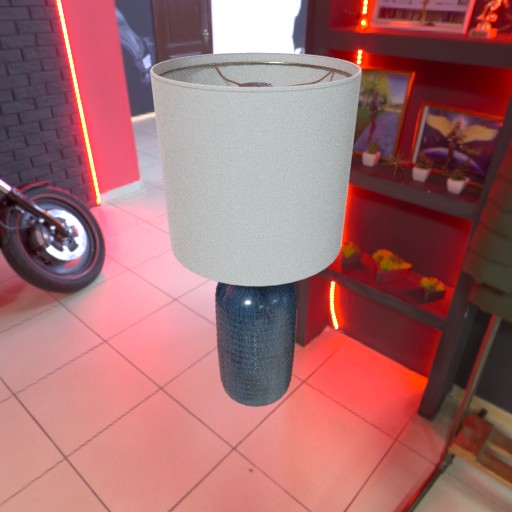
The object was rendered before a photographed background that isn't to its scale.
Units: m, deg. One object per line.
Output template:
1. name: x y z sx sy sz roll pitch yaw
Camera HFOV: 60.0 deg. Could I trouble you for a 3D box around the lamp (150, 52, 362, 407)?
1. lamp: 0.000 0.000 0.596 0.220 0.475 0.220 -9 33 -13
